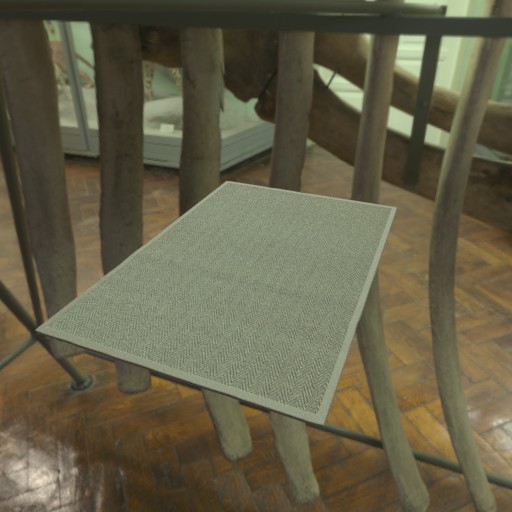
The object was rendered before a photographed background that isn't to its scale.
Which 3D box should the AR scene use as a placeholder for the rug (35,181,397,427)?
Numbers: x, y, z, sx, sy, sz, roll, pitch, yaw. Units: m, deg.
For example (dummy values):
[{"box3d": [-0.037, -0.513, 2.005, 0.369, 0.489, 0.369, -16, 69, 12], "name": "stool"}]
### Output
[{"box3d": [0.000, 0.000, 2.945, 1.540, 0.021, 2.290, 12, 33, 19], "name": "rug"}]
